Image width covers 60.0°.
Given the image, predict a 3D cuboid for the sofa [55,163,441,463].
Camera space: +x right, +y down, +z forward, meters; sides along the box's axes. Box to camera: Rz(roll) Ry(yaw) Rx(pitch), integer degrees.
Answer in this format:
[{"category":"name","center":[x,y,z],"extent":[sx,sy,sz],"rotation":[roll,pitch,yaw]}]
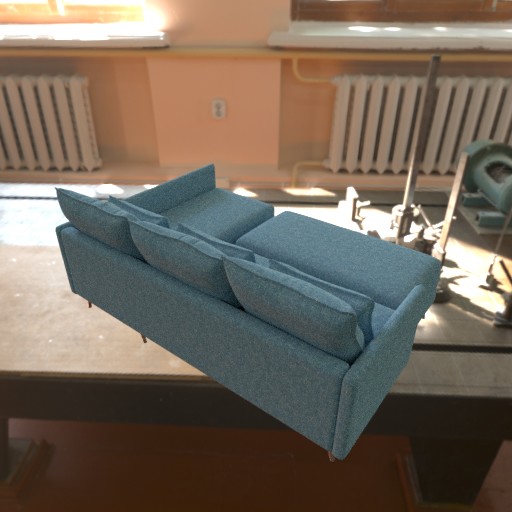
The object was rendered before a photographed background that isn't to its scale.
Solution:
[{"category":"sofa","center":[0.000,0.000,2.744],"extent":[2.034,0.899,1.420],"rotation":[22,38,31]}]
